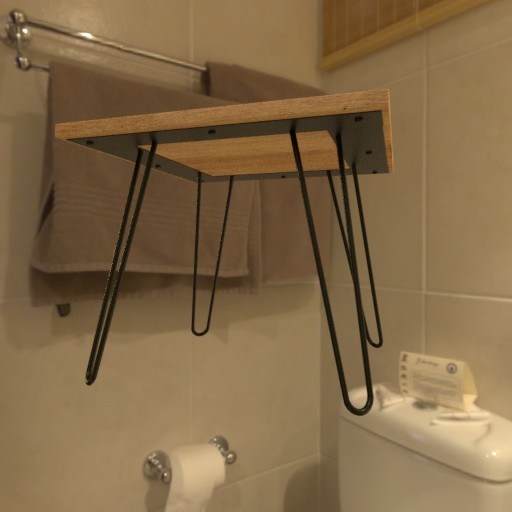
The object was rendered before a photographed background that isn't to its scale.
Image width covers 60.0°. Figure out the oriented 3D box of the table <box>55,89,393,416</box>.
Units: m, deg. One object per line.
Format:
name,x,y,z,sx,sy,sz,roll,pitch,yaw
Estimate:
table,0.000,0.000,1.025,0.599,0.500,0.599,0,1,18
